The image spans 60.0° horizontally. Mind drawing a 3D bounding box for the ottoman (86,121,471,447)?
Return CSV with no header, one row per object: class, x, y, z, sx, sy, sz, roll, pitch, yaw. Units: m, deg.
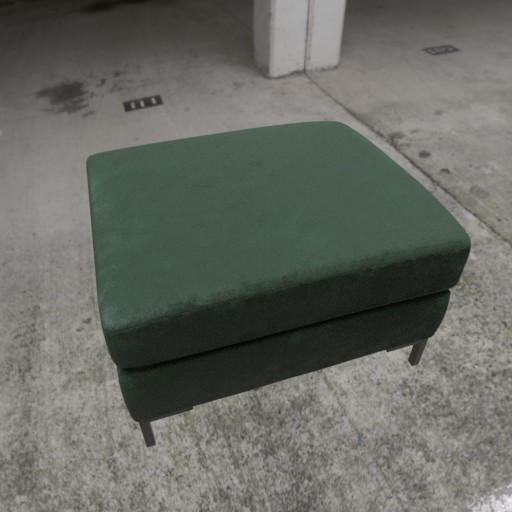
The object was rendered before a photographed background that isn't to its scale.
ottoman,0.000,0.000,1.283,0.839,0.538,0.701,-12,42,-14
